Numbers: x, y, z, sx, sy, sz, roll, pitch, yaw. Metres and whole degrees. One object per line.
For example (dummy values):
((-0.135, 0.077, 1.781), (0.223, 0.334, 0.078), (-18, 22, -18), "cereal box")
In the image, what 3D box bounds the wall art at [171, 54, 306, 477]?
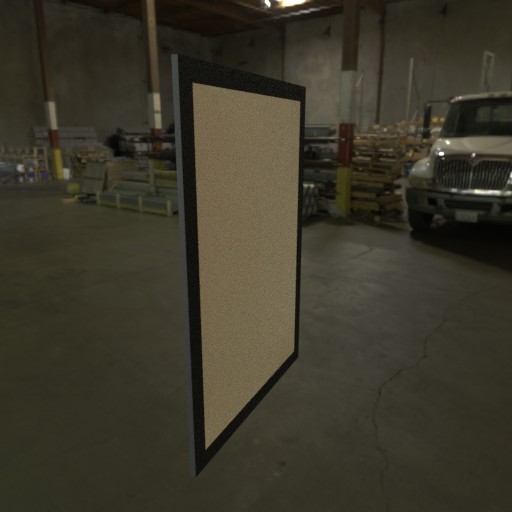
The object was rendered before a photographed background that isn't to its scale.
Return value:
((0.000, 0.000, 0.696), (0.008, 0.530, 0.379), (8, 17, 26), "wall art")
